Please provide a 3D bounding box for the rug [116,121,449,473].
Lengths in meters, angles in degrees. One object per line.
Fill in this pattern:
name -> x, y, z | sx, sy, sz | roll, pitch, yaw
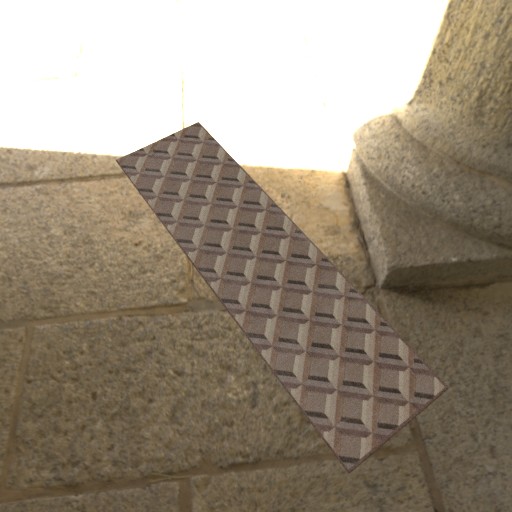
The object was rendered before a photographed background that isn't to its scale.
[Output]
rug -> 0.000, 0.000, 2.679 | 0.685, 0.013, 2.437 | -31, 63, -18
